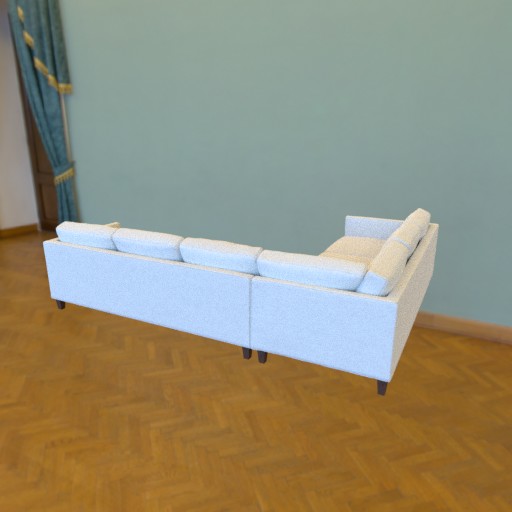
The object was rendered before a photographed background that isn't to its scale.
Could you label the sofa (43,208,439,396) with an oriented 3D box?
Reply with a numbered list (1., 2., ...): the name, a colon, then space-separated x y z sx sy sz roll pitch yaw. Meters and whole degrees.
1. sofa: 0.000 0.000 4.480 3.182 0.863 2.432 9 19 26
